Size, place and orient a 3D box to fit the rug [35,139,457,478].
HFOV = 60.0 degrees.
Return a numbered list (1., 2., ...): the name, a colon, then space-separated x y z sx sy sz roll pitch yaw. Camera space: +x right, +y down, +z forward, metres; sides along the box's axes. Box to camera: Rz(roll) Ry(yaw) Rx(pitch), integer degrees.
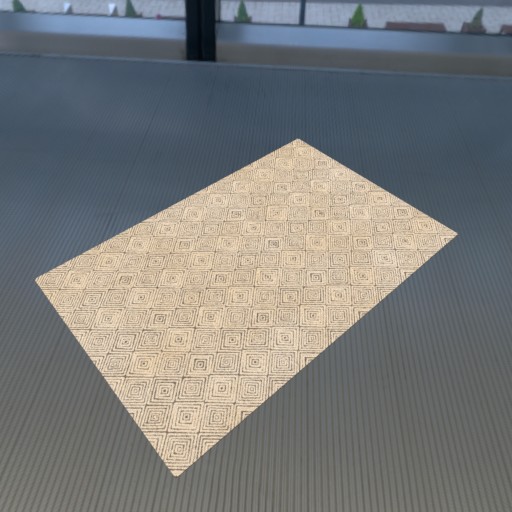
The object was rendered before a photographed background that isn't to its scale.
1. rug: 0.000 0.000 2.217 1.783 0.008 1.175 -33 56 -26
